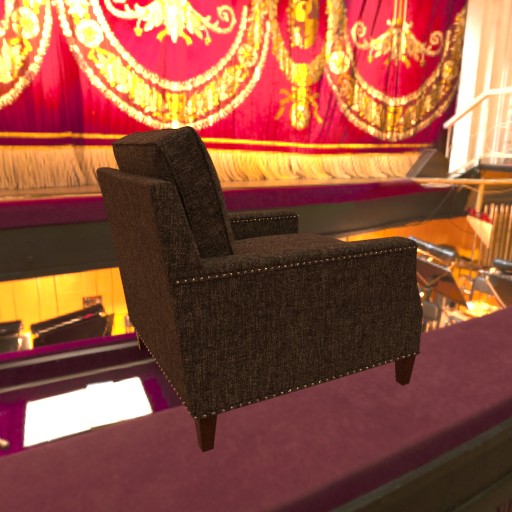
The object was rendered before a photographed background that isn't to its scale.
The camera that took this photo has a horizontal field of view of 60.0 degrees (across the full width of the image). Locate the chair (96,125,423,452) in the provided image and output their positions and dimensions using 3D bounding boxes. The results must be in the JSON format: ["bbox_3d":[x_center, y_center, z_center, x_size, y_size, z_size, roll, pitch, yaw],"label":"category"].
[{"bbox_3d":[0.000,0.000,1.729,1.014,0.943,0.853,-7,16,-27],"label":"chair"}]
